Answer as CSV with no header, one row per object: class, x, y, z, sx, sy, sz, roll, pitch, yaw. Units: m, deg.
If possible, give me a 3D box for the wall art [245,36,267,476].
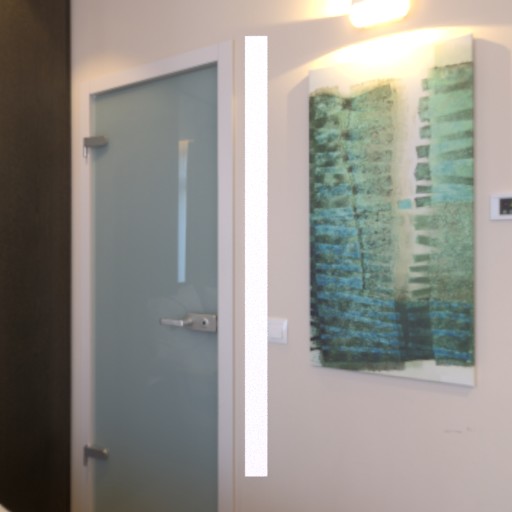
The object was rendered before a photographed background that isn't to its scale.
wall art,0.000,0.000,0.842,0.028,0.559,0.559,0,0,0
